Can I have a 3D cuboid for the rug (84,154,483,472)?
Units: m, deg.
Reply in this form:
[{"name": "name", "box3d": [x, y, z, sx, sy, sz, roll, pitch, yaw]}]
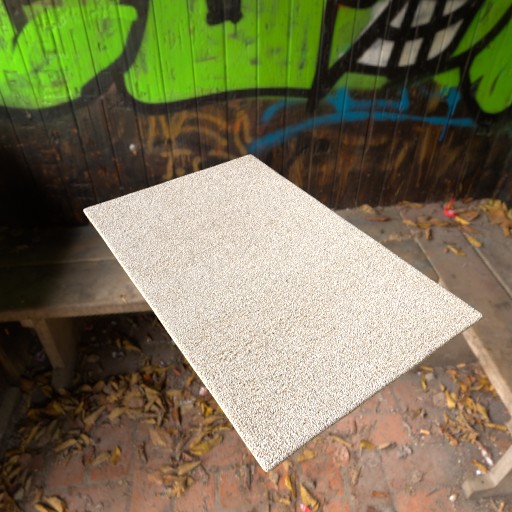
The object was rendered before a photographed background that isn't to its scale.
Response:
[{"name": "rug", "box3d": [0.000, 0.000, 3.400, 1.778, 0.030, 2.743, -24, 46, -26]}]
